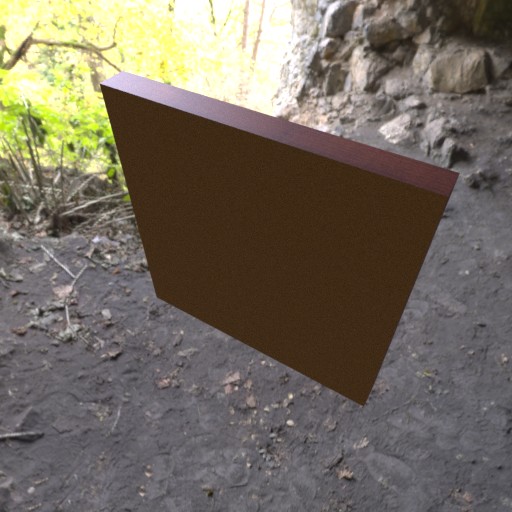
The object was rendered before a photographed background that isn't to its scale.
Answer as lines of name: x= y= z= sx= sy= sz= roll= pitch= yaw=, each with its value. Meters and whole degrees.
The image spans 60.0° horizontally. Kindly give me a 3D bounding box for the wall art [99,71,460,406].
wall art: x=0.000 y=0.000 z=0.578 sx=0.386 sy=0.385 sz=0.038 roll=24 pitch=51 yaw=21
